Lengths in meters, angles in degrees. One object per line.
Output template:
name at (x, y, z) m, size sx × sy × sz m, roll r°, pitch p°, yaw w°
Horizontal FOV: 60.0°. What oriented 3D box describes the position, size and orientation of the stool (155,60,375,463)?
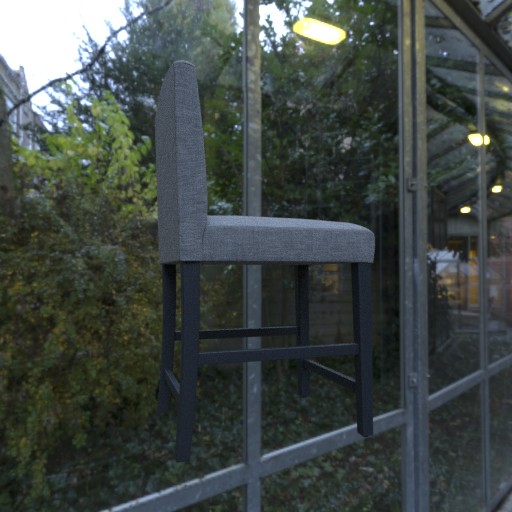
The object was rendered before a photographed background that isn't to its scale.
stool at (0.000, 0.000, 1.305) m, size 0.552 × 0.966 × 0.451 m, roll 1°, pitch -2°, yaw -18°
